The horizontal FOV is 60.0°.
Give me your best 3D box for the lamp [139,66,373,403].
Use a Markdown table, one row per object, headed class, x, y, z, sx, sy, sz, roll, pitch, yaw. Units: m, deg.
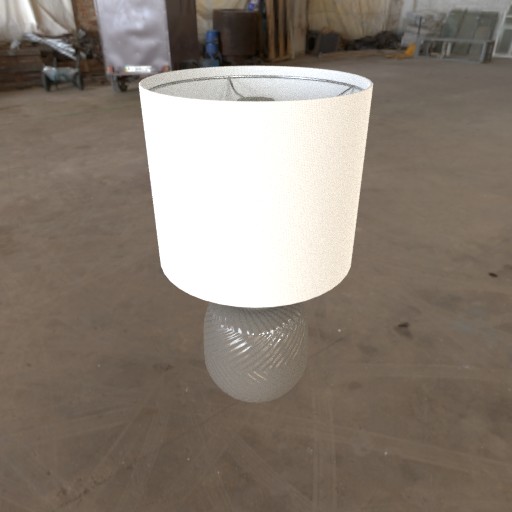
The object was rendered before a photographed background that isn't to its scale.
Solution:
| class | x | y | z | sx | sy | sz | roll | pitch | yaw |
| --- | --- | --- | --- | --- | --- | --- | --- | --- | --- |
| lamp | 0.000 | 0.000 | 0.490 | 0.207 | 0.366 | 0.207 | -9 | 31 | -15 |
